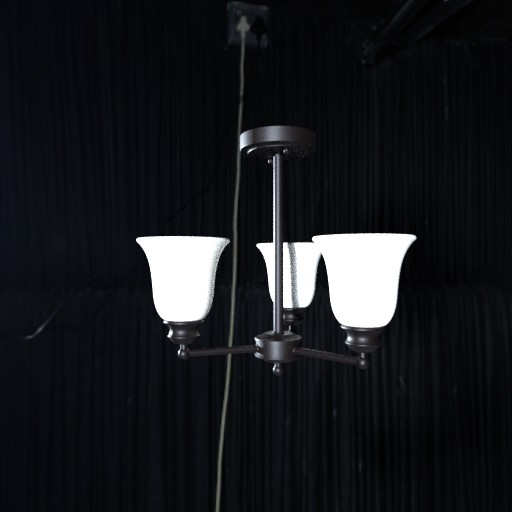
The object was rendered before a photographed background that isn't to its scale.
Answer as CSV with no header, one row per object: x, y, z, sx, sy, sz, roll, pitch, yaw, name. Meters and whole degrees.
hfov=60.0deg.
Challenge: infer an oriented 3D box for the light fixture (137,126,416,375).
0.000,0.000,0.679,0.354,0.370,0.388,0,-1,-17,light fixture
